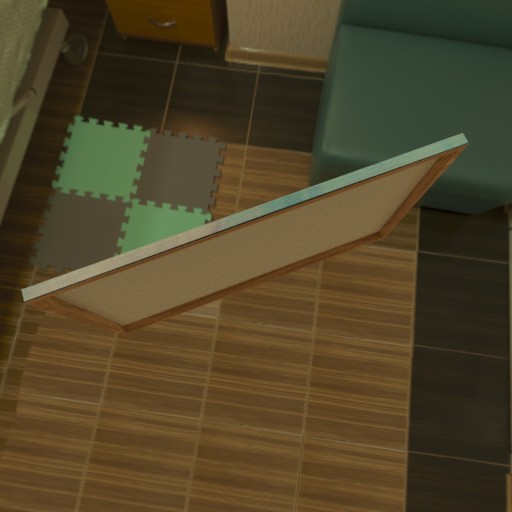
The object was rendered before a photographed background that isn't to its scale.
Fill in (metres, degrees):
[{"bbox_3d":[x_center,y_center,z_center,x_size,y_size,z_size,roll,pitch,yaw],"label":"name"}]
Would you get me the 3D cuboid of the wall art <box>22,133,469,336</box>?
[{"bbox_3d":[0.000,0.000,0.759,0.604,0.402,0.018,-20,75,-6],"label":"wall art"}]
